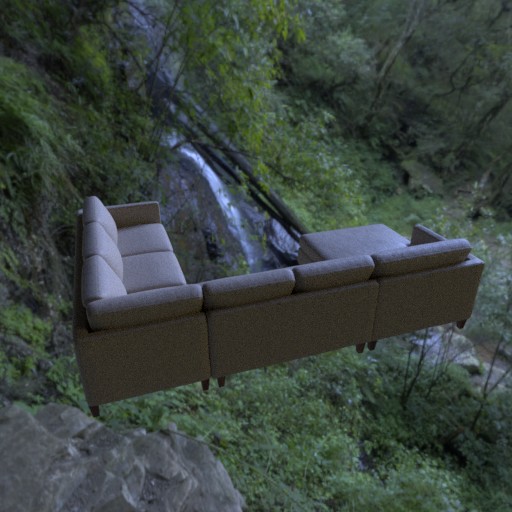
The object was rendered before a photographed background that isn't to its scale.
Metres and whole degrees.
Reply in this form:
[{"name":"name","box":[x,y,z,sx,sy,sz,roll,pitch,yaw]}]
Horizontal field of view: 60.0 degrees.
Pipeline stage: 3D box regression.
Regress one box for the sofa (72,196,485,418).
[{"name":"sofa","box":[0.000,0.000,4.513,3.403,0.889,2.551,-9,29,-17]}]
